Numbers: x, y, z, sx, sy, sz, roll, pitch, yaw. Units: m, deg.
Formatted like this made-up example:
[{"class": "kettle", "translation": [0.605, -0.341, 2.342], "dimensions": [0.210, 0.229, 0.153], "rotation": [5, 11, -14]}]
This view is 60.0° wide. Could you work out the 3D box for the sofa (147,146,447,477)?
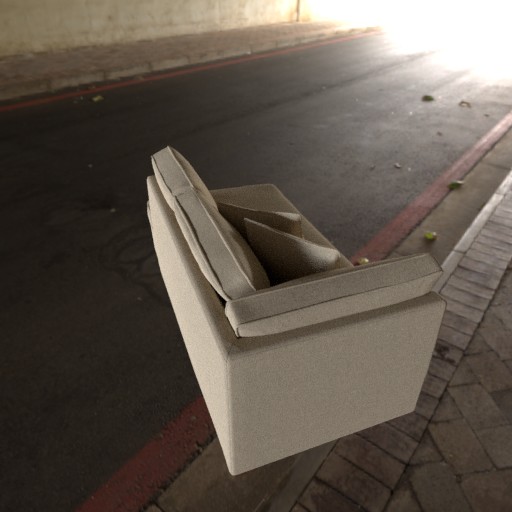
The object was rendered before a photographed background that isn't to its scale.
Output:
[{"class": "sofa", "translation": [0.000, 0.000, 2.879], "dimensions": [1.110, 1.033, 2.237], "rotation": [-11, 34, -17]}]
